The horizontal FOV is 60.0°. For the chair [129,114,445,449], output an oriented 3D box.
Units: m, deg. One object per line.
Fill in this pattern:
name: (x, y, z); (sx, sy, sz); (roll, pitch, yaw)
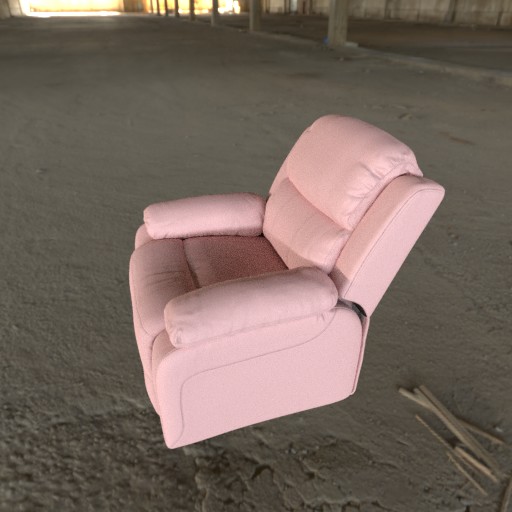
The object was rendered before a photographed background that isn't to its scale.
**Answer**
chair: (0.000, 0.000, 1.253); (0.709, 0.702, 0.680); (-9, 31, -15)
